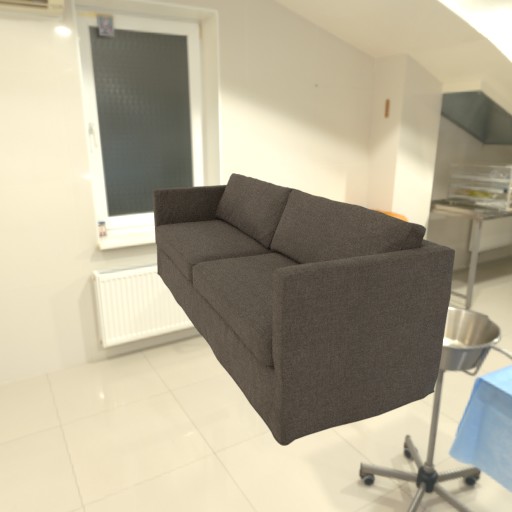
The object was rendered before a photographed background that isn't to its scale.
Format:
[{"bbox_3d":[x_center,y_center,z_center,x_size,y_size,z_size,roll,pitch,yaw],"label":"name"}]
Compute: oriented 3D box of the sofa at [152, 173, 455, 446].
[{"bbox_3d":[0.000,0.000,3.346,1.036,0.998,2.779,-7,18,-23],"label":"sofa"}]
